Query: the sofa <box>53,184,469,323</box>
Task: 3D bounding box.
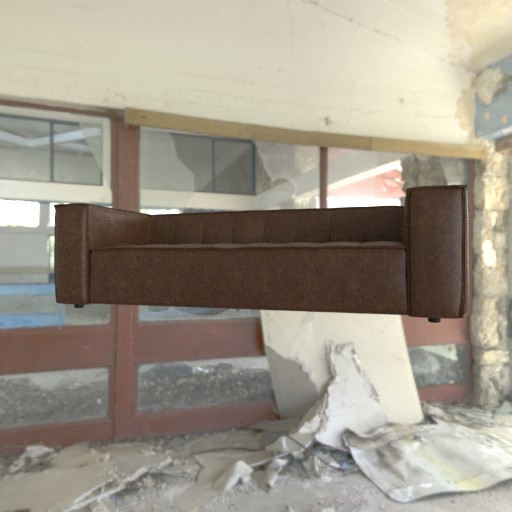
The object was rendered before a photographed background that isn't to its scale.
[{"bbox_3d":[0.000,0.000,3.061,2.581,0.701,1.102,0,-1,18],"label":"sofa"}]
